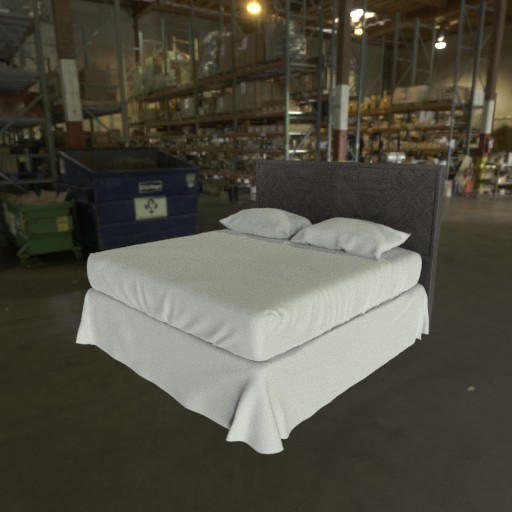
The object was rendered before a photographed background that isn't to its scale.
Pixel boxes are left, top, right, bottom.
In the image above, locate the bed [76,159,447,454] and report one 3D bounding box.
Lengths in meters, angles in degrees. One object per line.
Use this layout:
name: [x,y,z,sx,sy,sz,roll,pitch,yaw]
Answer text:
bed: [0.000,0.000,2.857,1.772,1.142,1.785,13,19,42]
